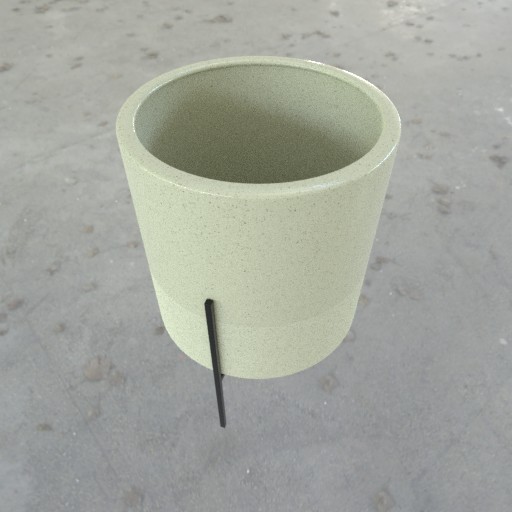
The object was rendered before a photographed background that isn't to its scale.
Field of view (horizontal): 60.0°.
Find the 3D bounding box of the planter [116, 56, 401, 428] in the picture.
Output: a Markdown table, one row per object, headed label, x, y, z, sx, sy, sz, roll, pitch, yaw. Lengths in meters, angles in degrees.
| label | x | y | z | sx | sy | sz | roll | pitch | yaw |
| --- | --- | --- | --- | --- | --- | --- | --- | --- | --- |
| planter | 0.000 | 0.000 | 0.668 | 0.314 | 0.475 | 0.323 | -30 | 53 | -26 |
